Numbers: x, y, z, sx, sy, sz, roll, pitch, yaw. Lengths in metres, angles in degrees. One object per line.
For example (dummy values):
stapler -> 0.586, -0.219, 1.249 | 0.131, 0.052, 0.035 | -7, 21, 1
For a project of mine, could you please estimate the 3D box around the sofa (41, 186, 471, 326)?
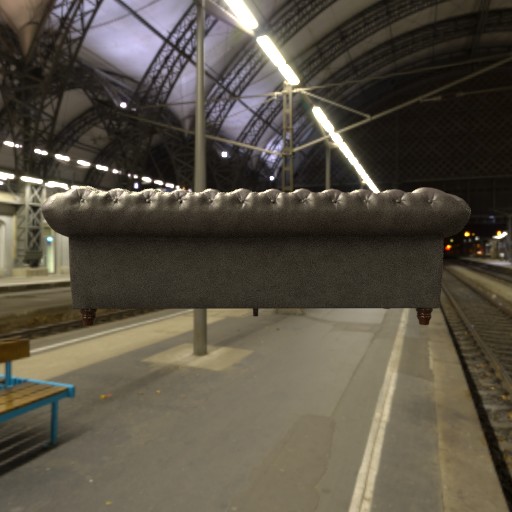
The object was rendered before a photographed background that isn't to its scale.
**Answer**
sofa -> 0.000, 0.000, 2.812 | 2.385, 0.783, 0.944 | 0, 1, -1
